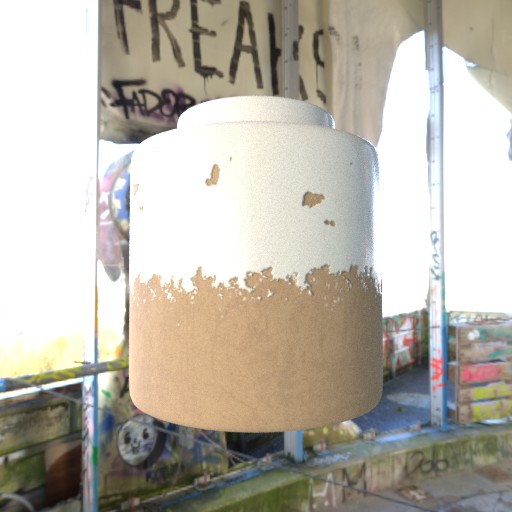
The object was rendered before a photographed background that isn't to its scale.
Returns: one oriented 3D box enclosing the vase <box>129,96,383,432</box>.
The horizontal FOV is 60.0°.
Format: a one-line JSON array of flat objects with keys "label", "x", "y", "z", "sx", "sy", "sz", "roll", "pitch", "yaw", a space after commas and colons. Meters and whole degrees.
[{"label": "vase", "x": 0.000, "y": 0.000, "z": 0.279, "sx": 0.153, "sy": 0.167, "sz": 0.153, "roll": 0, "pitch": -2, "yaw": 0}]
